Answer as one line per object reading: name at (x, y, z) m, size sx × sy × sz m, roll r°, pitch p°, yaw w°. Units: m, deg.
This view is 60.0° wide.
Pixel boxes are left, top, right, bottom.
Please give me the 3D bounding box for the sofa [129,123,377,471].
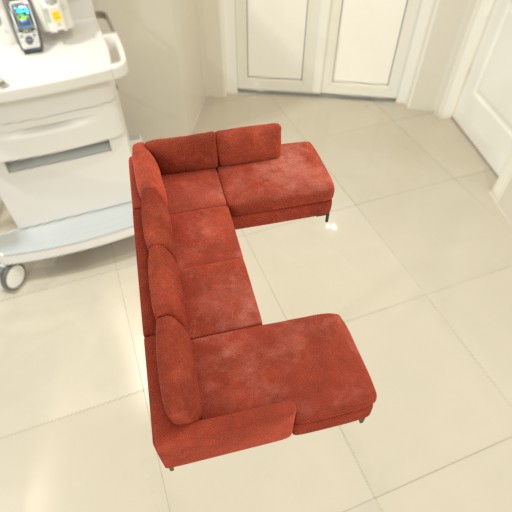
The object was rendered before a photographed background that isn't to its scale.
sofa at (0.000, 0.000, 3.852) m, size 1.981 × 0.858 × 2.971 m, roll -10°, pitch 50°, yaw -9°
